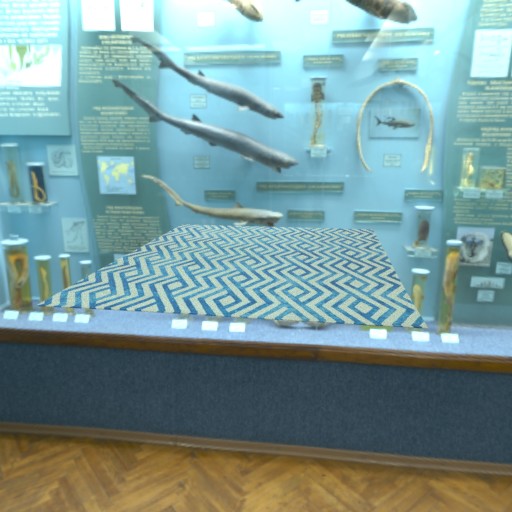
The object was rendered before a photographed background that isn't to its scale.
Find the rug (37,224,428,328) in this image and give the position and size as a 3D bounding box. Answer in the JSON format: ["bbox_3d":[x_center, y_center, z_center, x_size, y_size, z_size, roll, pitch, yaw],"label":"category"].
[{"bbox_3d":[0.000,0.000,4.178,2.453,0.008,3.059,2,14,8],"label":"rug"}]
